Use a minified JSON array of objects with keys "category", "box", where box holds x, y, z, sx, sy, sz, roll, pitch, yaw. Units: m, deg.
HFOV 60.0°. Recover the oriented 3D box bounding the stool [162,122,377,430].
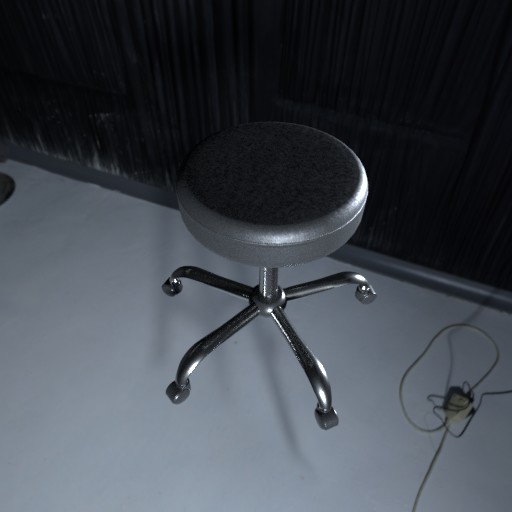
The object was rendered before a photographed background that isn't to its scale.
[{"category":"stool","box":[0.000,0.000,1.142,0.638,0.576,0.673,17,49,16]}]
